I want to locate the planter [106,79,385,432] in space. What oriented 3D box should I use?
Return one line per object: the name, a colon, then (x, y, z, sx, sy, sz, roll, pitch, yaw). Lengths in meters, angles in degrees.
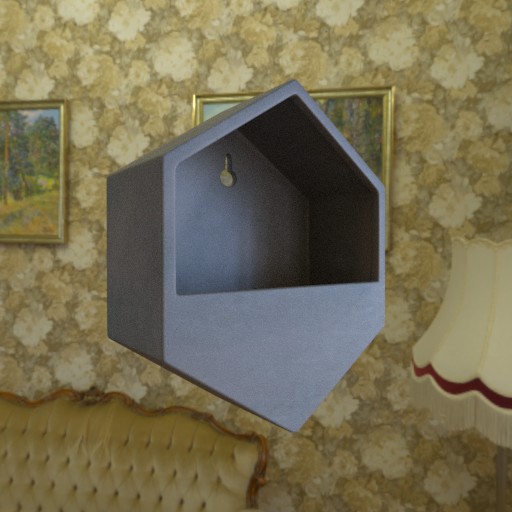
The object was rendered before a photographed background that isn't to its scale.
planter: (0.000, 0.000, 0.289, 0.169, 0.206, 0.077, 0, 1, -37)
